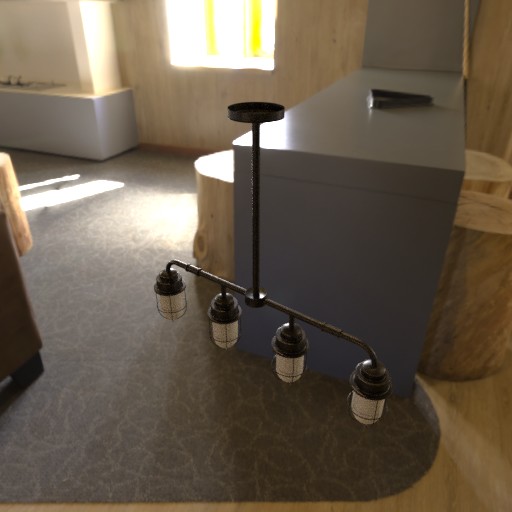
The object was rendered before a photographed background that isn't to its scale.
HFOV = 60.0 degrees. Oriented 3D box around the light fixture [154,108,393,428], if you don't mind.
[{"bbox_3d":[0.000,0.000,1.211,0.852,0.785,0.131,21,36,31],"label":"light fixture"}]
